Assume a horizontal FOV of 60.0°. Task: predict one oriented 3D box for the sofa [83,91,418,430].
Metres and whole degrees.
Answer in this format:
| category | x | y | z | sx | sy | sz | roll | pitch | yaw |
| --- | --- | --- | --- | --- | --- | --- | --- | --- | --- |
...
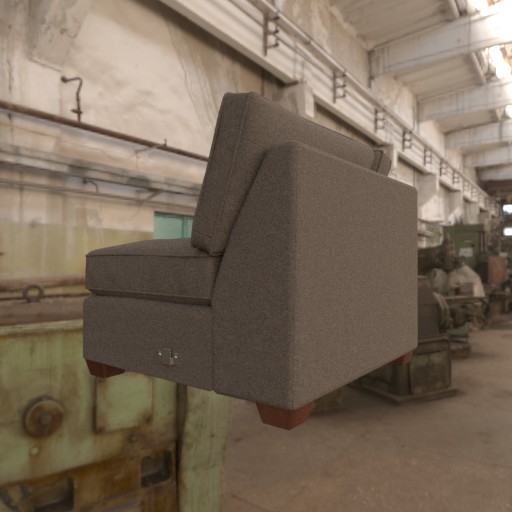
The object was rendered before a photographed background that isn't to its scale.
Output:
| category | x | y | z | sx | sy | sz | roll | pitch | yaw |
| --- | --- | --- | --- | --- | --- | --- | --- | --- | --- |
| sofa | 0.000 | 0.000 | 1.970 | 1.084 | 1.002 | 1.146 | 0 | 0 | 37 |
